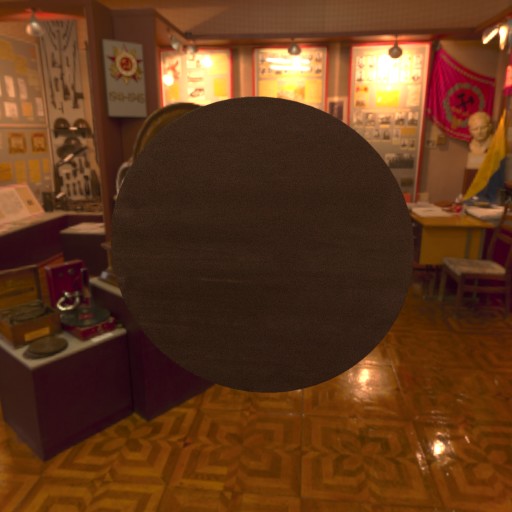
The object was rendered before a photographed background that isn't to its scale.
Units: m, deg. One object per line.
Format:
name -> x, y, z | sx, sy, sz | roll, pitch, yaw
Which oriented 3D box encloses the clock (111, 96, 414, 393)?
clock -> 0.000, 0.000, 0.879 | 0.595, 0.595, 0.029 | 2, 16, 8
